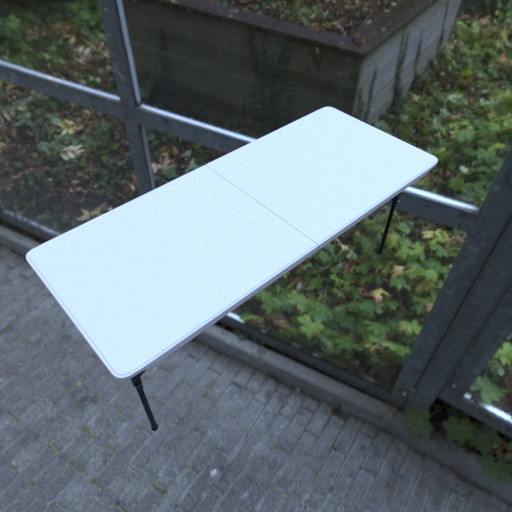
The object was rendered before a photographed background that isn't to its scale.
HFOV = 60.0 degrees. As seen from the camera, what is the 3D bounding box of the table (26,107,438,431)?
[{"bbox_3d":[0.000,0.000,2.253,1.829,0.719,0.761,-33,54,-28],"label":"table"}]
